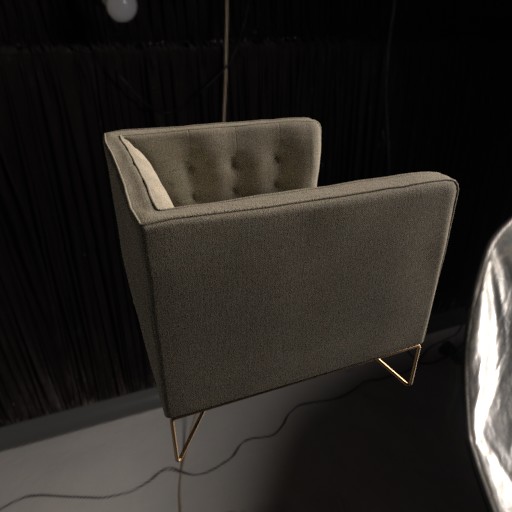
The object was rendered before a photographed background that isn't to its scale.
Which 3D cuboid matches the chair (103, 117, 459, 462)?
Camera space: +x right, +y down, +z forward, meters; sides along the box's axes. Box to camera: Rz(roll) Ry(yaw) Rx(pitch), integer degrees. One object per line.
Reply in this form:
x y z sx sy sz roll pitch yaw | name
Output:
0.000 0.000 1.640 0.912 0.799 0.920 -11 31 -19 | chair
